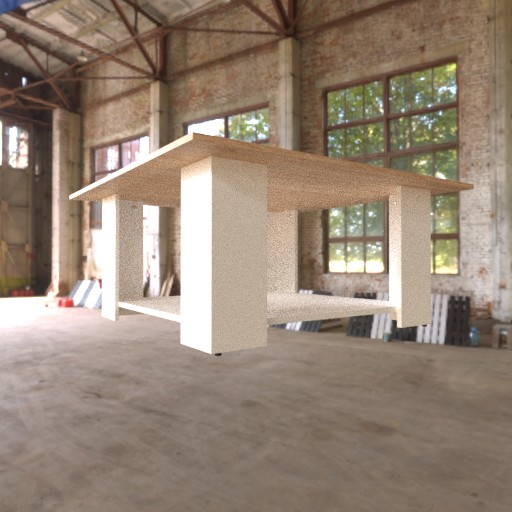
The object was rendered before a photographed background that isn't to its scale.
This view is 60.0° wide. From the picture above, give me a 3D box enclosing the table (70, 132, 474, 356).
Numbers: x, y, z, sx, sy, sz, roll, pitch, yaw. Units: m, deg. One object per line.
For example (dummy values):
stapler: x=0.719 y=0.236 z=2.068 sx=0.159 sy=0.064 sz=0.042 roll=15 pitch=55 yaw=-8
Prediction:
table: x=0.000 y=0.000 z=1.028 sx=0.670 sy=0.305 sz=0.670 roll=1 pitch=-1 yaw=-35
